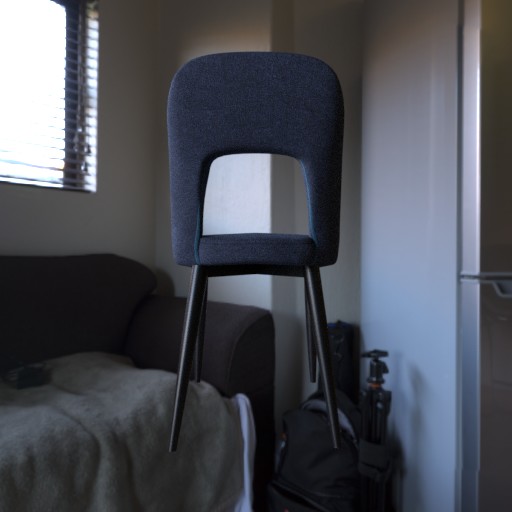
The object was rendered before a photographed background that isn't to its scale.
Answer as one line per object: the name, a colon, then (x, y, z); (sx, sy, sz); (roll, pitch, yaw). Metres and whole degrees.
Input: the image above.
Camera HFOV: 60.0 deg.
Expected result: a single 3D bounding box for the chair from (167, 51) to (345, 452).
chair: (0.000, 0.000, 1.288); (0.470, 0.931, 0.612); (0, 1, 0)
